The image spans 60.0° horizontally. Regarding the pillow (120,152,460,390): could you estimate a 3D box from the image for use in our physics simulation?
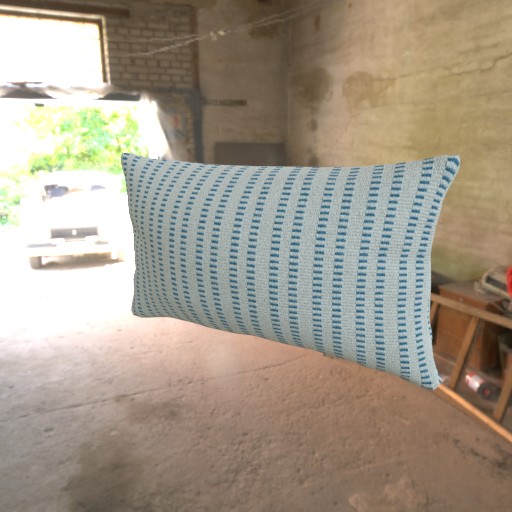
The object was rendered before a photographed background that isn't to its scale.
[{"bbox_3d":[0.000,0.000,0.783,0.640,0.353,0.210,8,16,28],"label":"pillow"}]
